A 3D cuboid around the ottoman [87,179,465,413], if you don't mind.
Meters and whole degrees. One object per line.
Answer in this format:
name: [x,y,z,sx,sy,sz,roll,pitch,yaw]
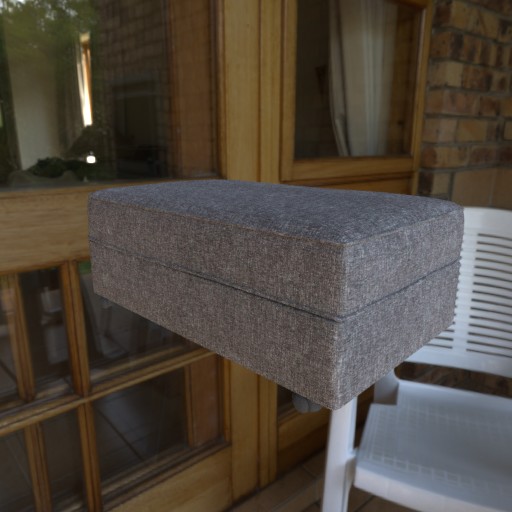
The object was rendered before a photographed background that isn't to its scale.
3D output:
ottoman: [0.000,0.000,1.572,1.184,0.487,0.717,14,20,42]
